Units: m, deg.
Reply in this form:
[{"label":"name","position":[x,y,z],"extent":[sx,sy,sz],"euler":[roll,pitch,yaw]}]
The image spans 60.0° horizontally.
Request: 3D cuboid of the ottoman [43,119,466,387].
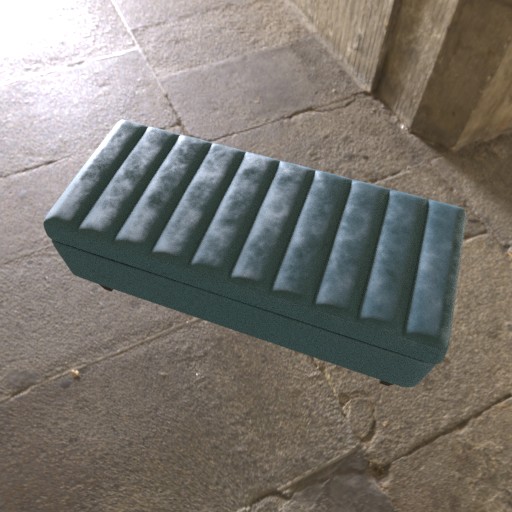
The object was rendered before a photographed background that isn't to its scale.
[{"label":"ottoman","position":[0.000,0.000,1.445],"extent":[1.151,0.469,0.482],"euler":[17,60,10]}]
